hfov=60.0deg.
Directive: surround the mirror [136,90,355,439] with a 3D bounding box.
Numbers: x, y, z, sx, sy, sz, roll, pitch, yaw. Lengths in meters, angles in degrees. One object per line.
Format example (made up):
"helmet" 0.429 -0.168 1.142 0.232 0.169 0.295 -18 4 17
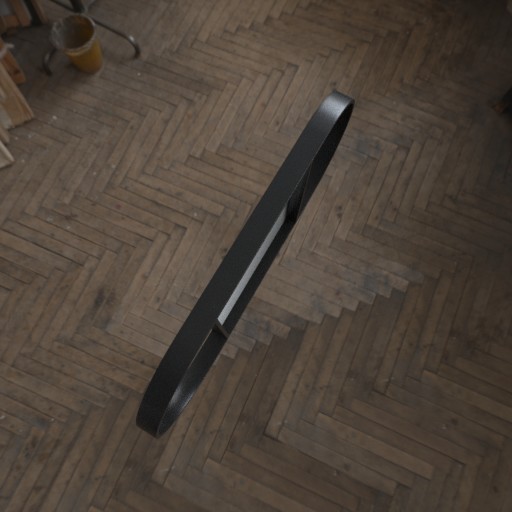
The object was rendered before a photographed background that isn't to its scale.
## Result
"mirror" 0.000 0.000 0.679 0.032 0.254 0.584 29 77 8
